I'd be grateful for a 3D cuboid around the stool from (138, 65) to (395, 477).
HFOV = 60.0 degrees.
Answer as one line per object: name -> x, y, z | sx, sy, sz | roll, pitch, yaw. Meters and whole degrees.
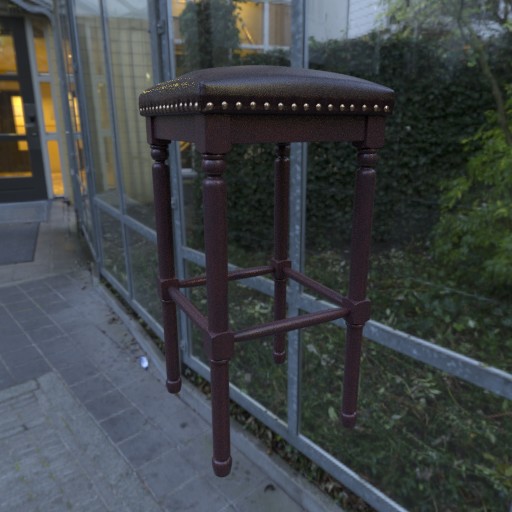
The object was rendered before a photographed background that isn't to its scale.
stool -> 0.000, 0.000, 0.975 | 0.383, 0.768, 0.382 | -9, 19, -26
